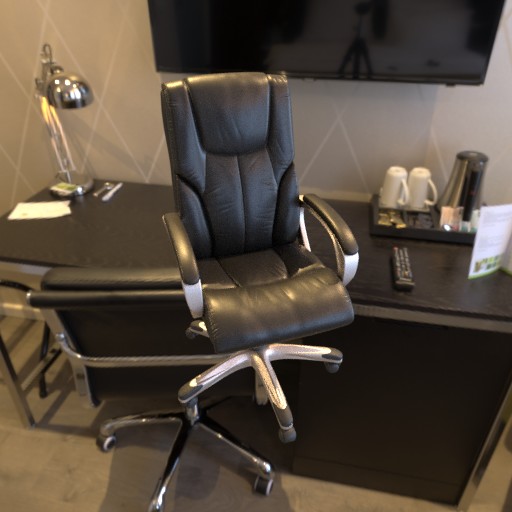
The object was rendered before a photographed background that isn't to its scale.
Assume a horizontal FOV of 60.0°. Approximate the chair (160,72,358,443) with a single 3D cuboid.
[{"bbox_3d":[0.000,0.000,1.619,0.700,1.145,0.780,-10,33,-16],"label":"chair"}]
